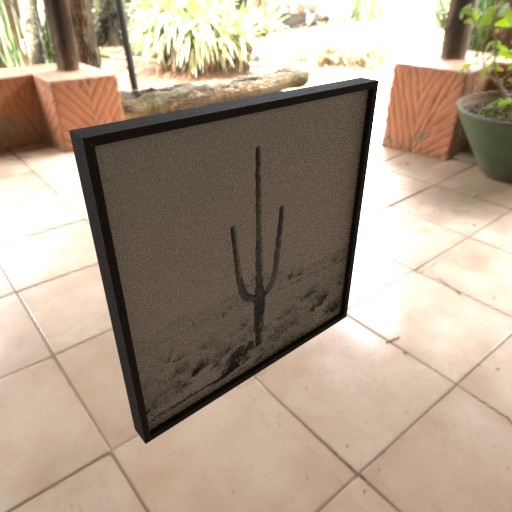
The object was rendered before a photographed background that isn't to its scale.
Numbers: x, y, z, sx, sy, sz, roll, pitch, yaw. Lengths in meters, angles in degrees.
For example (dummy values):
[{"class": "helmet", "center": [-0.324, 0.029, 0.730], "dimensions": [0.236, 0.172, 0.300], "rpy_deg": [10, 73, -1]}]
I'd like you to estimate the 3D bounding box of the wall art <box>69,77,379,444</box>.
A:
[{"class": "wall art", "center": [0.000, 0.000, 0.749], "dimensions": [0.508, 0.508, 0.038], "rpy_deg": [-24, 39, -33]}]
